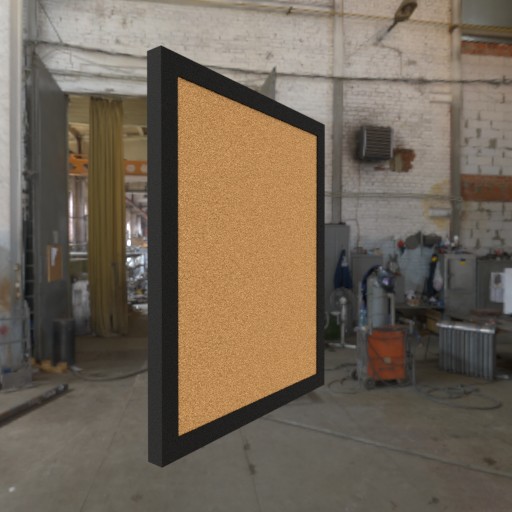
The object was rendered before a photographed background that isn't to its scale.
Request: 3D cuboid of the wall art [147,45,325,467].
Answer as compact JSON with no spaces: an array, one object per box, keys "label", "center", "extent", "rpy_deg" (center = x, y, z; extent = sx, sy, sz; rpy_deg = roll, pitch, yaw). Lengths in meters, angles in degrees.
[{"label":"wall art","center":[0.000,0.000,0.778],"extent":[0.029,0.559,0.457],"rpy_deg":[0,1,37]}]
